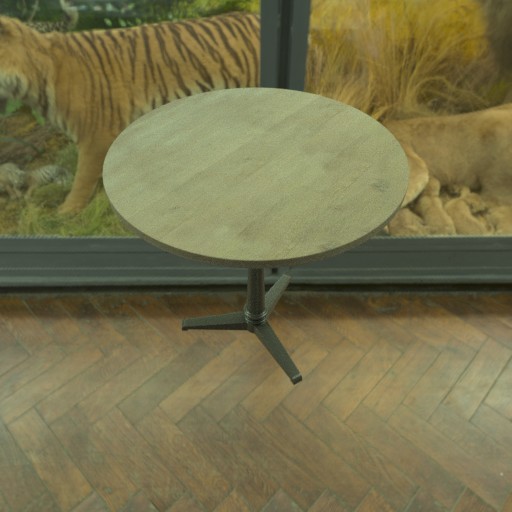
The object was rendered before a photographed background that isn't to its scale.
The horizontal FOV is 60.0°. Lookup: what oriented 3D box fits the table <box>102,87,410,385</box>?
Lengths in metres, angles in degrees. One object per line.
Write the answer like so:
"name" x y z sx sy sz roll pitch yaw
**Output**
"table" 0.000 0.000 1.464 0.800 0.780 0.800 0 45 0
